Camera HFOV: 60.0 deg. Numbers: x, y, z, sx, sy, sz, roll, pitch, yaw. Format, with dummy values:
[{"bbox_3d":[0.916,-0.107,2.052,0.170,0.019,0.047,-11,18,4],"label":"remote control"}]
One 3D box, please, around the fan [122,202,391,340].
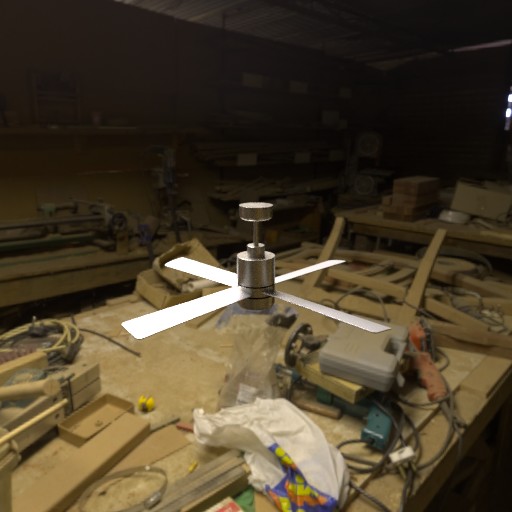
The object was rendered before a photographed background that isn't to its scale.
[{"bbox_3d":[0.000,0.000,2.335,1.525,0.539,1.525,-15,21,-43],"label":"fan"}]
